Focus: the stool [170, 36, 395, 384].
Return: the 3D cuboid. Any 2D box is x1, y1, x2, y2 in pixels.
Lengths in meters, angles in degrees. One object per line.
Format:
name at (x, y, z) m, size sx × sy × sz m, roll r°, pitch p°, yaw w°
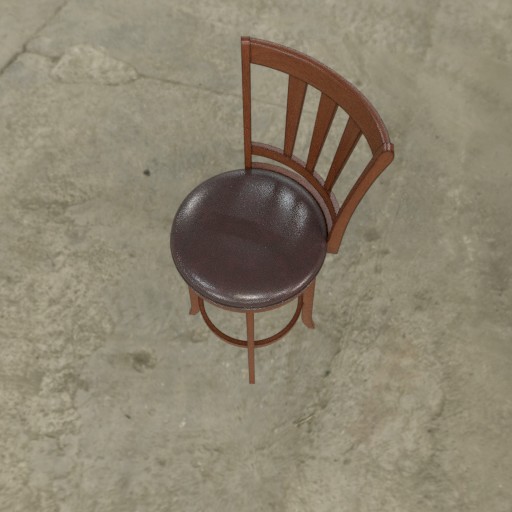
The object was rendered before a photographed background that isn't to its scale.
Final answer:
stool at (0.000, 0.000, 1.424) m, size 0.503 × 1.177 × 0.464 m, roll -39°, pitch 70°, yaw -17°
